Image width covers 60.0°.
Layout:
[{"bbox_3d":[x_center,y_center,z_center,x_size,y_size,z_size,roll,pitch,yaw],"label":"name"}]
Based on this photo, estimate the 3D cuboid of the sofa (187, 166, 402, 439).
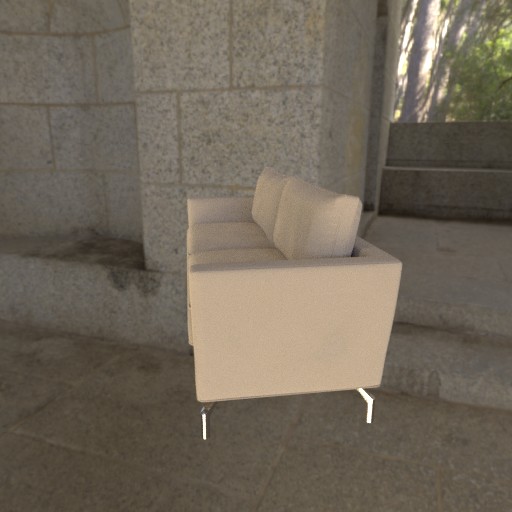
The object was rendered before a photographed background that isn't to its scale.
[{"bbox_3d":[0.000,0.000,2.811,0.868,1.005,2.214,-2,15,-8],"label":"sofa"}]
